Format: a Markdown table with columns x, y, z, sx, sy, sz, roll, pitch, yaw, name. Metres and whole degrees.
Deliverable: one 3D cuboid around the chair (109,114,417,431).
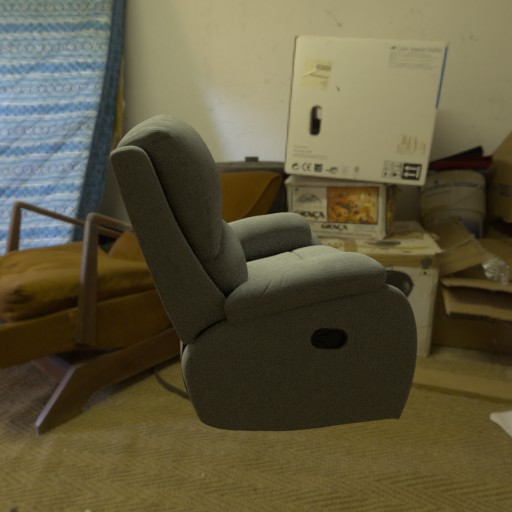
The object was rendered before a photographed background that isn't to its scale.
| x | y | z | sx | sy | sz | roll | pitch | yaw | name |
| --- | --- | --- | --- | --- | --- | --- | --- | --- | --- |
| 0.000 | 0.000 | 1.671 | 0.899 | 1.011 | 0.930 | -3 | 16 | -11 | chair |
